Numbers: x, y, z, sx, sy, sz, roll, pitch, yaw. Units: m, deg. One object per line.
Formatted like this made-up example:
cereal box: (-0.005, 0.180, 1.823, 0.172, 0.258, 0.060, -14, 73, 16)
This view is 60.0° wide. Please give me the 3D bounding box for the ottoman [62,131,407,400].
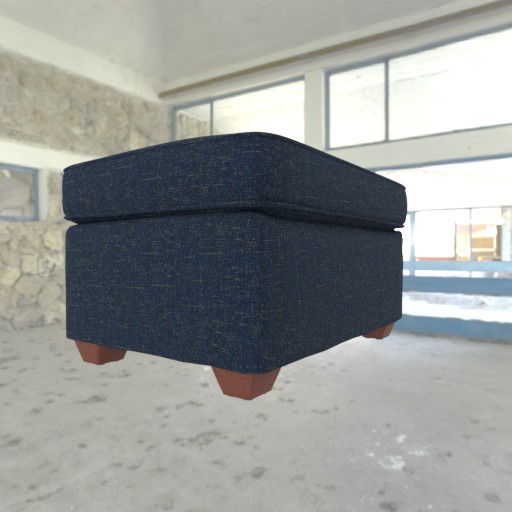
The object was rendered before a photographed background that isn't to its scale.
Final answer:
ottoman: (0.000, 0.000, 1.082, 0.549, 0.450, 0.749, 0, 0, 35)
